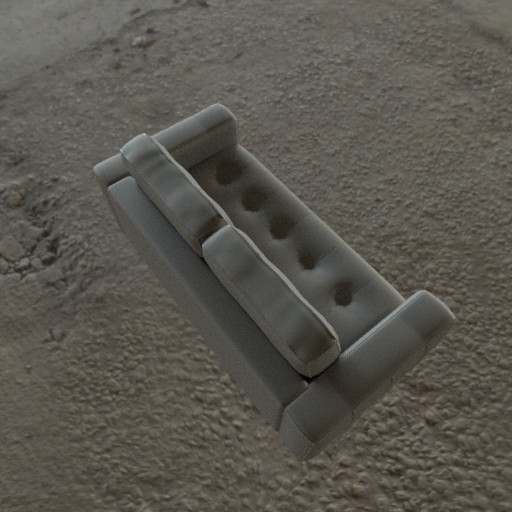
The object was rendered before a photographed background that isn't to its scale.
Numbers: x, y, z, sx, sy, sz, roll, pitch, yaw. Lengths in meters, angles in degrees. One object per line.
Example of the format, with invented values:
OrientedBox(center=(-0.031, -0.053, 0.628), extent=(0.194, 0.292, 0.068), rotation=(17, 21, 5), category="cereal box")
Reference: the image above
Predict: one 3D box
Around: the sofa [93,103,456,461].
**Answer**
OrientedBox(center=(0.000, 0.000, 2.206), extent=(0.833, 0.893, 1.726), rotation=(-34, 65, -19), category="sofa")
